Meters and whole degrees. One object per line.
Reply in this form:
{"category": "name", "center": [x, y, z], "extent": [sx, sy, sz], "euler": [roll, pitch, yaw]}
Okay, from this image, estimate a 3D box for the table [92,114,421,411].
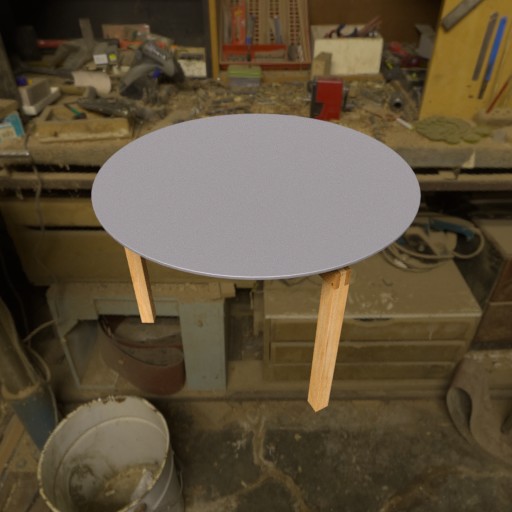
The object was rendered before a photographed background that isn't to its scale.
{"category": "table", "center": [0.000, 0.000, 0.967], "extent": [0.600, 0.405, 0.600], "euler": [0, 39, 0]}
